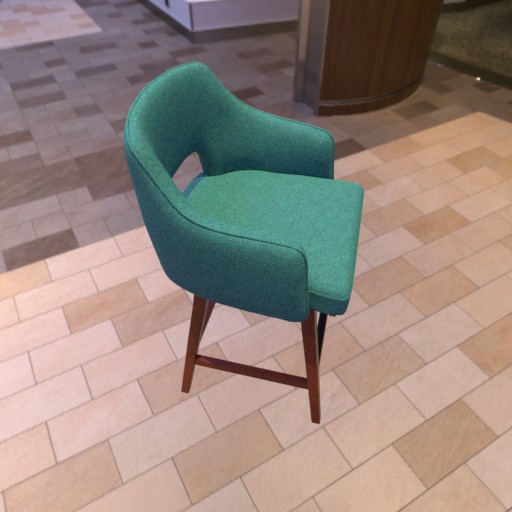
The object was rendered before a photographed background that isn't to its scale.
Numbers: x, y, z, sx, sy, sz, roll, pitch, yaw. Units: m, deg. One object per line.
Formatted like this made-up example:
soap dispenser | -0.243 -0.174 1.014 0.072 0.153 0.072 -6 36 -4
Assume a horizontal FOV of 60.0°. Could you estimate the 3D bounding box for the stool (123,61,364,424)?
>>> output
stool | 0.000 0.000 1.308 0.556 0.961 0.548 10 46 10
